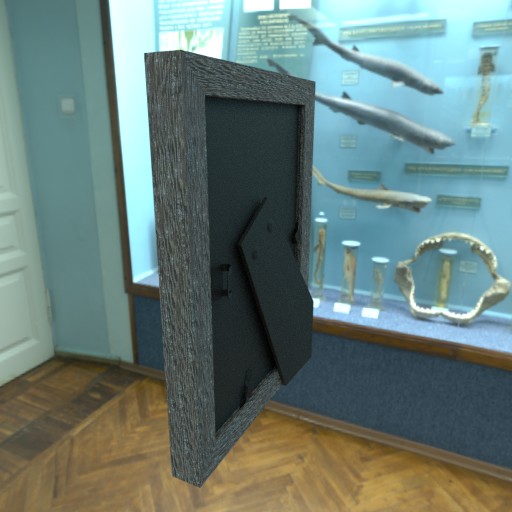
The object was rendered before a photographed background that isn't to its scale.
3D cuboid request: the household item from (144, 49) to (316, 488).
[{"bbox_3d":[0.000,0.000,0.232,0.020,0.180,0.133,8,19,26],"label":"household item"}]
